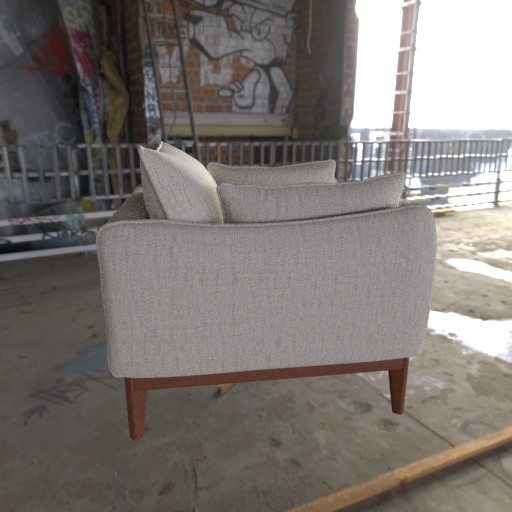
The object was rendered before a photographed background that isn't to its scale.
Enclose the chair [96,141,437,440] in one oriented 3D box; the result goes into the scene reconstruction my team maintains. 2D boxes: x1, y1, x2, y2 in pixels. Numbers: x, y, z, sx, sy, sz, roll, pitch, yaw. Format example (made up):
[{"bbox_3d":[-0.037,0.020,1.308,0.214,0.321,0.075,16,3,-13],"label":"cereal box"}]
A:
[{"bbox_3d":[0.000,0.000,1.706,0.991,0.855,0.994,-2,16,-8],"label":"chair"}]
